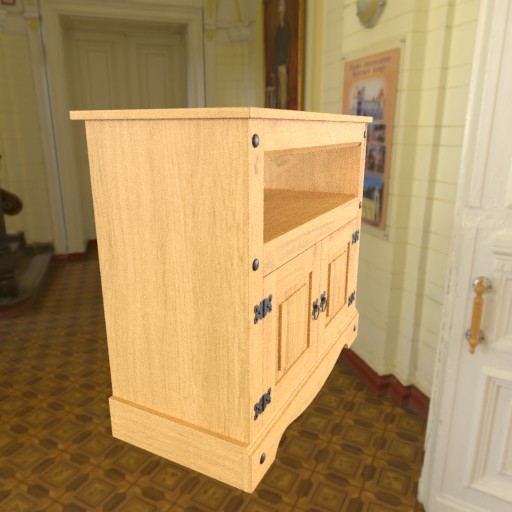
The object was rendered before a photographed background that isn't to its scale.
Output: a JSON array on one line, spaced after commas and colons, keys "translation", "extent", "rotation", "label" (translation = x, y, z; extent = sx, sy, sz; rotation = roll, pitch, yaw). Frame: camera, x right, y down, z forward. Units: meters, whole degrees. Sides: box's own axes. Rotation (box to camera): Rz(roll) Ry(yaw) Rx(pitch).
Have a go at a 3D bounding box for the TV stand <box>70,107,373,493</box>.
[{"translation": [0.000, 0.000, 1.296], "extent": [0.430, 0.787, 0.851], "rotation": [8, 18, 26], "label": "TV stand"}]
